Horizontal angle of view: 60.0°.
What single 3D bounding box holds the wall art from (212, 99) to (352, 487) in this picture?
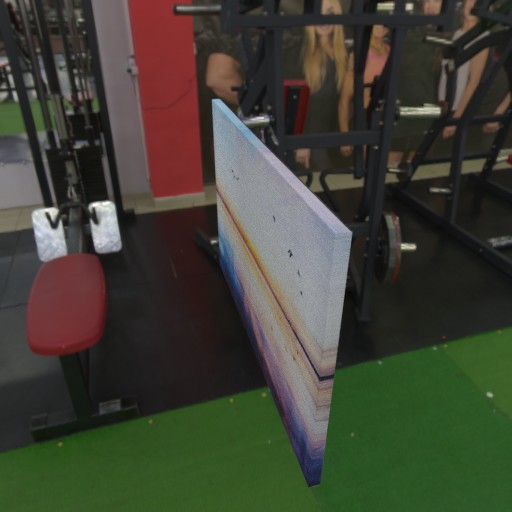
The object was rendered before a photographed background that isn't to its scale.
[{"bbox_3d":[0.000,0.000,1.440,0.034,0.756,1.137,-8,32,-13],"label":"wall art"}]
